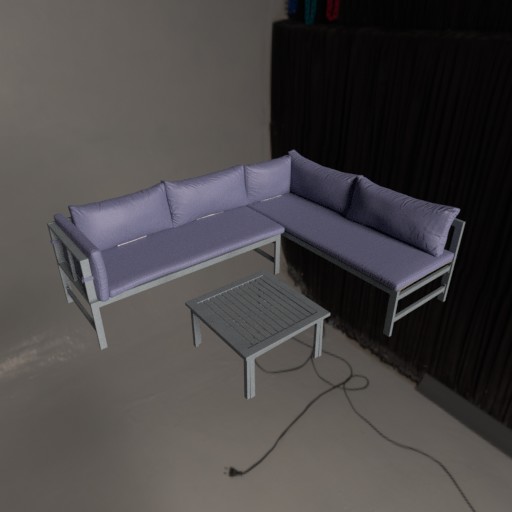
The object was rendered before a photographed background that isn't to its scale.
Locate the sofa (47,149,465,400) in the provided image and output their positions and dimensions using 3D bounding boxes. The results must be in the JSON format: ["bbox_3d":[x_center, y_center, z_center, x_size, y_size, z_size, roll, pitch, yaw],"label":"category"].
[{"bbox_3d":[0.000,0.000,2.979,2.149,0.762,1.658,-21,36,-32],"label":"sofa"}]
